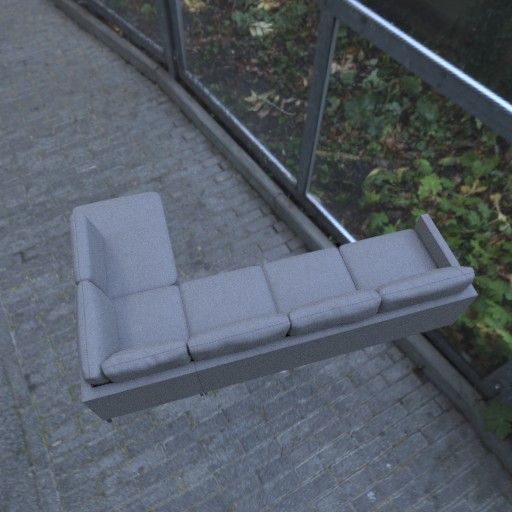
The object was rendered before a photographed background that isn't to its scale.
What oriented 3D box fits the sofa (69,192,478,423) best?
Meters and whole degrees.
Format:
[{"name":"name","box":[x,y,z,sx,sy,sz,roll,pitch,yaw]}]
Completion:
[{"name":"sofa","box":[0.000,0.000,4.245,3.331,0.964,2.077,-13,58,-8]}]
